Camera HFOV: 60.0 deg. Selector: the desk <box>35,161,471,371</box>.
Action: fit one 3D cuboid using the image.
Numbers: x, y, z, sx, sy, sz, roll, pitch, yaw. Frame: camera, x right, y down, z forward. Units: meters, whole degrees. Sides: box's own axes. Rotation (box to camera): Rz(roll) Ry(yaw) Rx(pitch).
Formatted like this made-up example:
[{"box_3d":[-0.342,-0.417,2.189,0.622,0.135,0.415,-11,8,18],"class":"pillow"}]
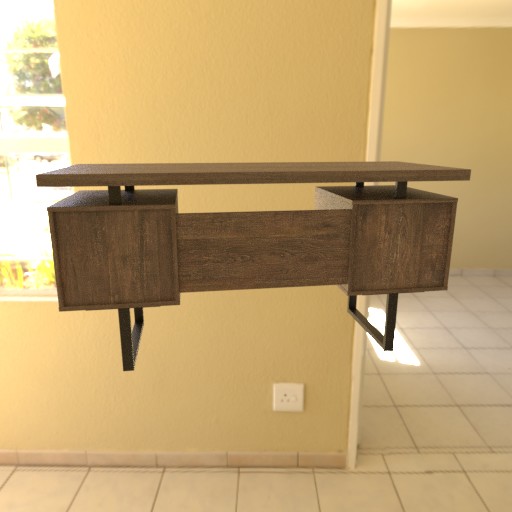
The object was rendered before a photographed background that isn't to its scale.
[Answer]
[{"box_3d":[0.000,0.000,1.916,1.524,0.760,0.600,-2,15,-9],"class":"desk"}]
